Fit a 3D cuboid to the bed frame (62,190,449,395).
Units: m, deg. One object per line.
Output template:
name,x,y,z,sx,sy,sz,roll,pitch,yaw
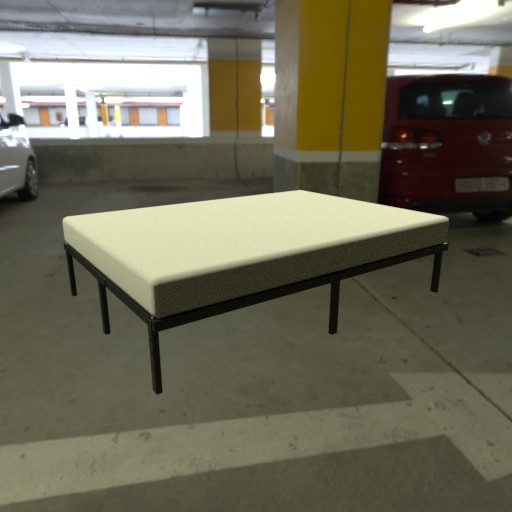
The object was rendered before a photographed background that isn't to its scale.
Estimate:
bed frame,0.000,0.000,3.752,2.842,0.680,2.205,-9,19,-27
